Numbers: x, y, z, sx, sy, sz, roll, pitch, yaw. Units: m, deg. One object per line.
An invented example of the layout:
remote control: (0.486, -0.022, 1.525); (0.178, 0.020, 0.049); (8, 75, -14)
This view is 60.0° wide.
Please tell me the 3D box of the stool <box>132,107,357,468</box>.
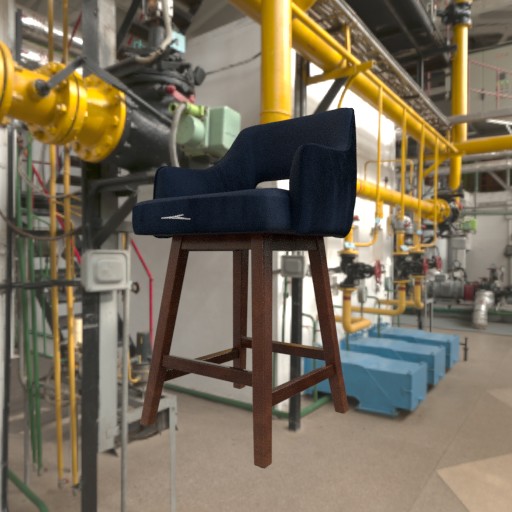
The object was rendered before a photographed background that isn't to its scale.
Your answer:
stool: (0.000, 0.000, 1.305); (0.550, 0.940, 0.560); (1, 1, 36)
